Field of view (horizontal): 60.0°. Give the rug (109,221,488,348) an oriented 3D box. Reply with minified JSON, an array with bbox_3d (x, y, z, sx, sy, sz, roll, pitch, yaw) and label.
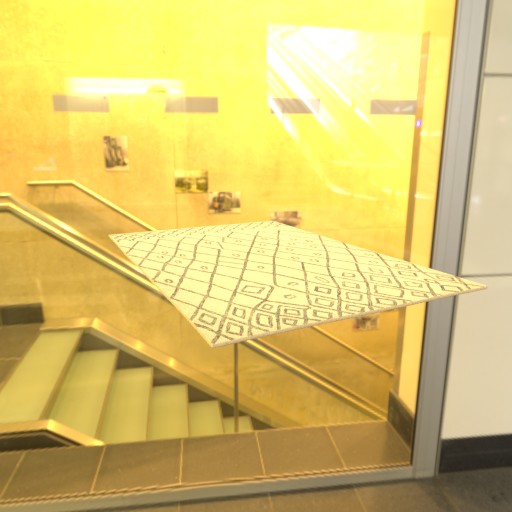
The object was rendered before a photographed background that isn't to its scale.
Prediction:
[{"bbox_3d":[0.000,0.000,2.350,1.222,0.015,1.828,-7,16,-26],"label":"rug"}]
